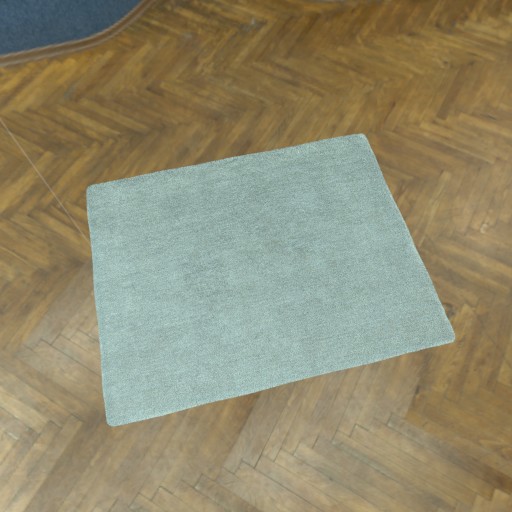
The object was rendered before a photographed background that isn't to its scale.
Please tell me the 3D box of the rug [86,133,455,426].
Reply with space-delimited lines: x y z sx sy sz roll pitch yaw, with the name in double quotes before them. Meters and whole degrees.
"rug" 0.000 0.000 4.043 2.933 0.027 2.332 -12 64 -6
